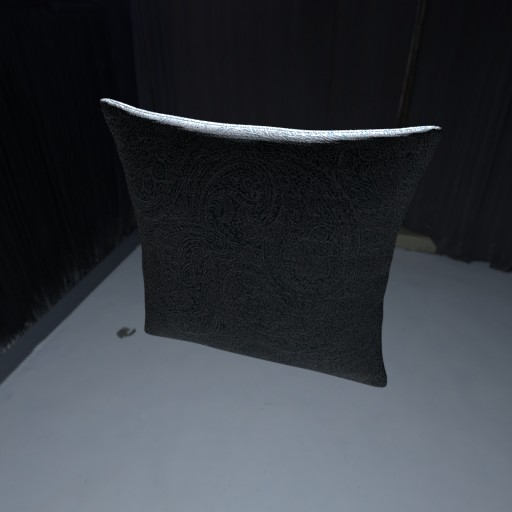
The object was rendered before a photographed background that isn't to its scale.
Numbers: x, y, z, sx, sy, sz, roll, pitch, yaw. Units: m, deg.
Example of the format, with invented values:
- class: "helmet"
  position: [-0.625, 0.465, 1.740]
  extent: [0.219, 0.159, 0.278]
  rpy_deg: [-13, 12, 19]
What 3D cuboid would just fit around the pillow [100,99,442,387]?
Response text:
- class: "pillow"
  position: [0.000, 0.000, 0.788]
  extent: [0.526, 0.507, 0.166]
  rpy_deg: [10, 33, 15]
